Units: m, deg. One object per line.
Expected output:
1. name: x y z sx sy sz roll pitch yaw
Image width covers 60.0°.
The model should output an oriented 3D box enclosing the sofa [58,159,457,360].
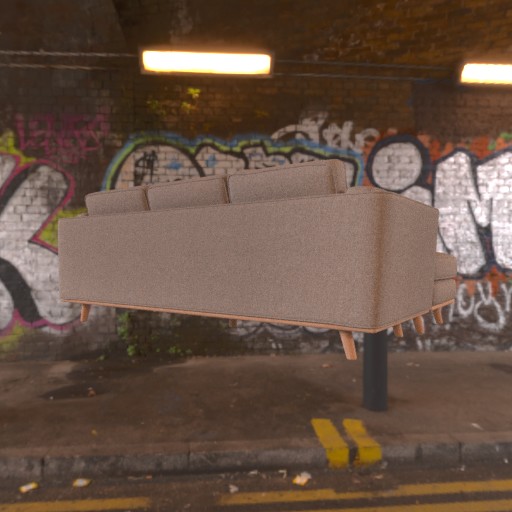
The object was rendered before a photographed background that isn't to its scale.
1. sofa: 0.000 0.000 3.115 2.411 0.929 1.604 0 0 35
